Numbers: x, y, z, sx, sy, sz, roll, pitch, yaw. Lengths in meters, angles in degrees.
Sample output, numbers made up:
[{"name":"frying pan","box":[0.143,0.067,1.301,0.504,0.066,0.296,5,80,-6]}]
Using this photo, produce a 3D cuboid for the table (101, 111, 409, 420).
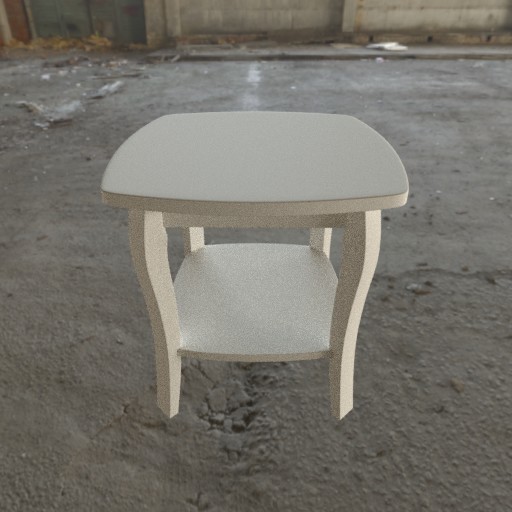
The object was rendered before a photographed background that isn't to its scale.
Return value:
[{"name":"table","box":[0.000,0.000,0.857,0.451,0.438,0.502,0,30,1]}]
